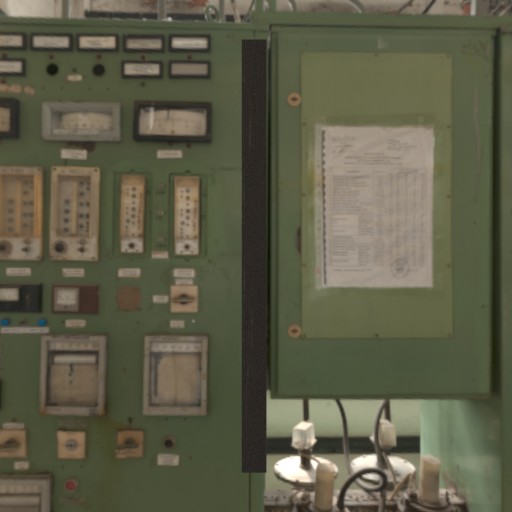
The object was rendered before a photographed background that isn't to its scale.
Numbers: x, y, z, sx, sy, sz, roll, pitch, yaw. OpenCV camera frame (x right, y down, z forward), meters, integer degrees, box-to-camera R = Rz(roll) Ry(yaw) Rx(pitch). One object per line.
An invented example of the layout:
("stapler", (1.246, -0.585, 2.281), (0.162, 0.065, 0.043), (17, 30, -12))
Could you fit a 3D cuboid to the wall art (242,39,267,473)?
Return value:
("wall art", (0.000, 0.000, 1.157), (0.043, 0.758, 0.762), (0, 0, 0))
